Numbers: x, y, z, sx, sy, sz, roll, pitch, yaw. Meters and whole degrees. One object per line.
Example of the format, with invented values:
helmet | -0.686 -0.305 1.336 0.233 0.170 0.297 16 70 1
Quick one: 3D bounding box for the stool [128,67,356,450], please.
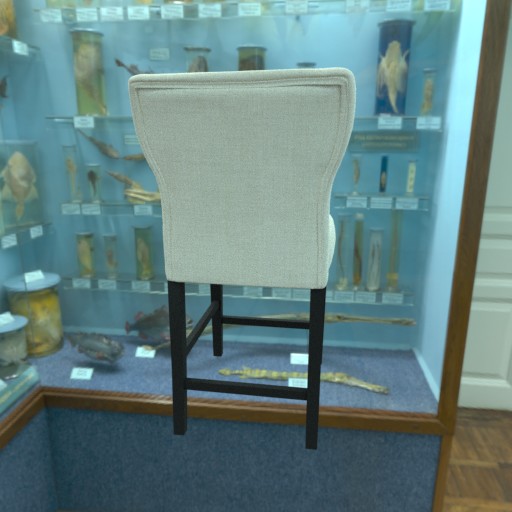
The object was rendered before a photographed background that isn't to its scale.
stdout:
stool | 0.000 0.000 1.332 0.514 0.972 0.603 2 15 9
